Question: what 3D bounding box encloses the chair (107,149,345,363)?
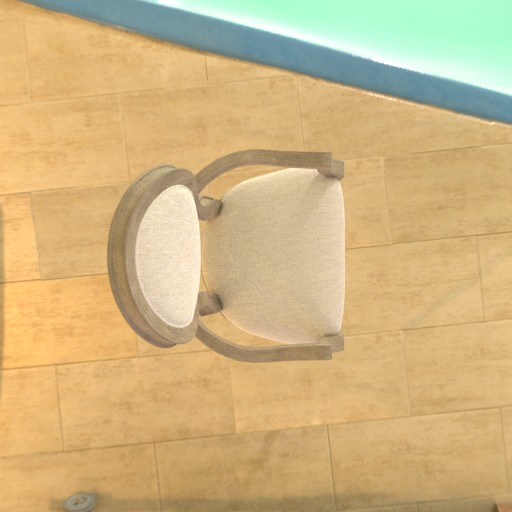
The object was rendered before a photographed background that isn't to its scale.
[{"bbox_3d":[0.000,0.000,1.378,0.602,0.991,0.611,0,90,0],"label":"chair"}]
